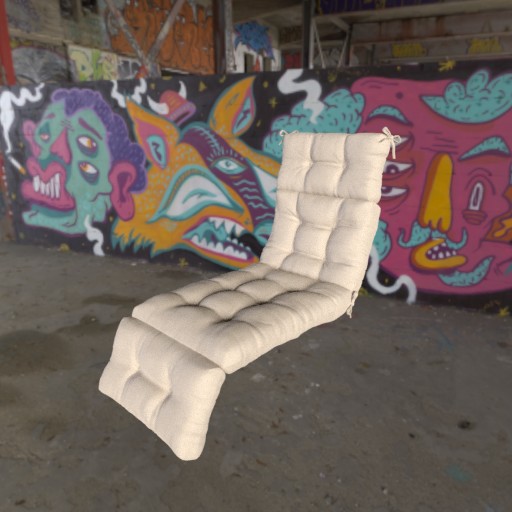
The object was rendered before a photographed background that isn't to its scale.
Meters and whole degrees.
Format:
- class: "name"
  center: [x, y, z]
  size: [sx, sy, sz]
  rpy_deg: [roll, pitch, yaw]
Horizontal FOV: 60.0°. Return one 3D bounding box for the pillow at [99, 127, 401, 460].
- class: "pillow"
  center: [0.000, 0.000, 1.538]
  size: [0.526, 0.863, 1.016]
  rpy_deg: [15, 22, 42]
